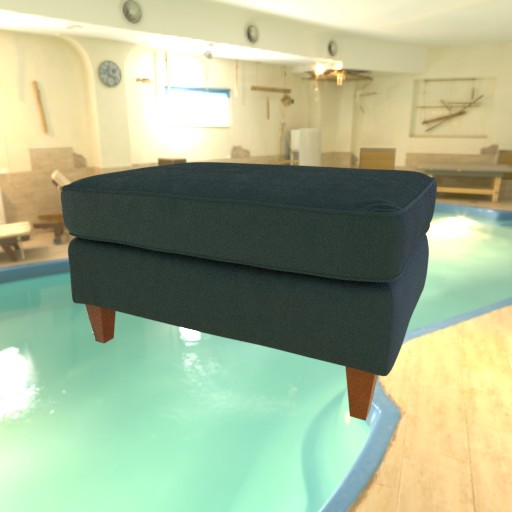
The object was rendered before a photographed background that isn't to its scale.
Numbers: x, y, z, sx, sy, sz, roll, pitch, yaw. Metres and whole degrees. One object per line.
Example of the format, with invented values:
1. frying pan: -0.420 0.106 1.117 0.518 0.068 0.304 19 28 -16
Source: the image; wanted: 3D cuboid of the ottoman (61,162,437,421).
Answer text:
1. ottoman: 0.000 0.000 1.225 0.862 0.484 0.583 8 19 26
